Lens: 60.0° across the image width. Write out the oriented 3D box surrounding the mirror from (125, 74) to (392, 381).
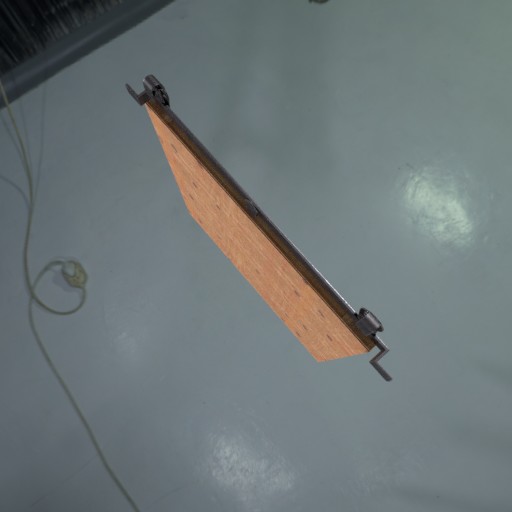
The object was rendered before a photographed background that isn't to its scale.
[{"bbox_3d":[0.000,0.000,1.205,0.054,0.800,0.805,-39,78,-10],"label":"mirror"}]
